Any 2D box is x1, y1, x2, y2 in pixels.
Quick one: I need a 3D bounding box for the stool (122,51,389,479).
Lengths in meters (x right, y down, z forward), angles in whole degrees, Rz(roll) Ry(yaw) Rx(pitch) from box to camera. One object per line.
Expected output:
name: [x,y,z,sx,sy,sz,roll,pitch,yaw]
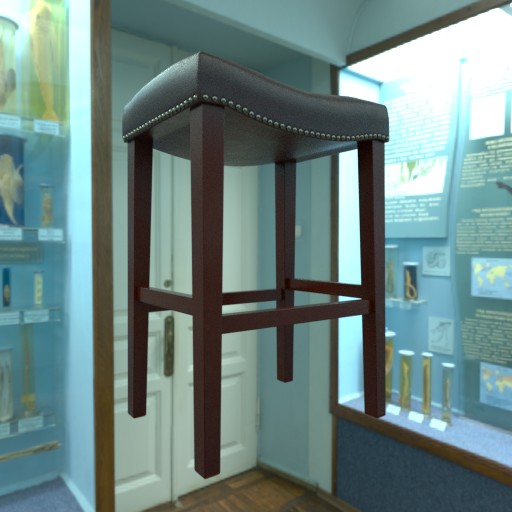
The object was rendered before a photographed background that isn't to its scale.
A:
stool: [0.000,0.000,1.024,0.504,0.742,0.372,-1,2,-36]
